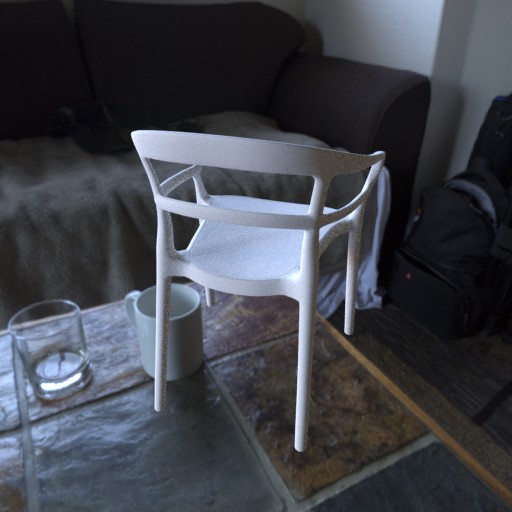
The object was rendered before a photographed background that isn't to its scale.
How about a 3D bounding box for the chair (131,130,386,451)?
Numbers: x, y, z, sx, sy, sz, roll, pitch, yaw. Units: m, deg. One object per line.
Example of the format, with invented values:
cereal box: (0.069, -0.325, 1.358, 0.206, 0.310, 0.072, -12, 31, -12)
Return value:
chair: (0.000, 0.000, 1.150, 0.559, 0.761, 0.527, 9, 32, 16)
